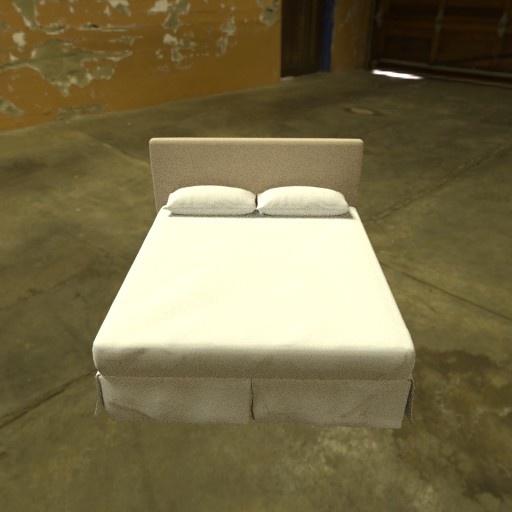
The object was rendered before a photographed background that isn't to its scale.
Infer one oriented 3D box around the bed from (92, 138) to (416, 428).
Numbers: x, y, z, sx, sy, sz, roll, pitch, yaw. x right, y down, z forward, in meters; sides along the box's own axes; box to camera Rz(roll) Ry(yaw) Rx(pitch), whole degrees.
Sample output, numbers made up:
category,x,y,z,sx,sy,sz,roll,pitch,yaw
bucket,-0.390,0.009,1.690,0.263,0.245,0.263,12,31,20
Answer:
category,x,y,z,sx,sy,sz,roll,pitch,yaw
bed,0.000,0.000,3.584,2.119,1.317,2.319,1,30,1
